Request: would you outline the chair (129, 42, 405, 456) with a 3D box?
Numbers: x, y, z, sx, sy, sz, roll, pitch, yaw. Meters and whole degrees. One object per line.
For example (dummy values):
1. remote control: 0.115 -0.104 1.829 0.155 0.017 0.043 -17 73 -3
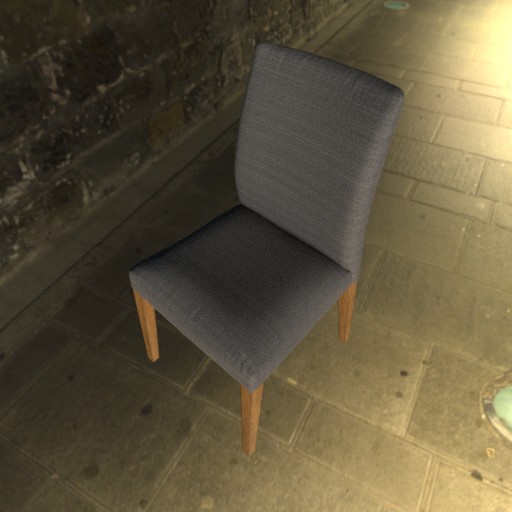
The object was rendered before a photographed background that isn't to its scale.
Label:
1. chair: 0.000 0.000 1.260 0.496 0.940 0.585 34 55 29
